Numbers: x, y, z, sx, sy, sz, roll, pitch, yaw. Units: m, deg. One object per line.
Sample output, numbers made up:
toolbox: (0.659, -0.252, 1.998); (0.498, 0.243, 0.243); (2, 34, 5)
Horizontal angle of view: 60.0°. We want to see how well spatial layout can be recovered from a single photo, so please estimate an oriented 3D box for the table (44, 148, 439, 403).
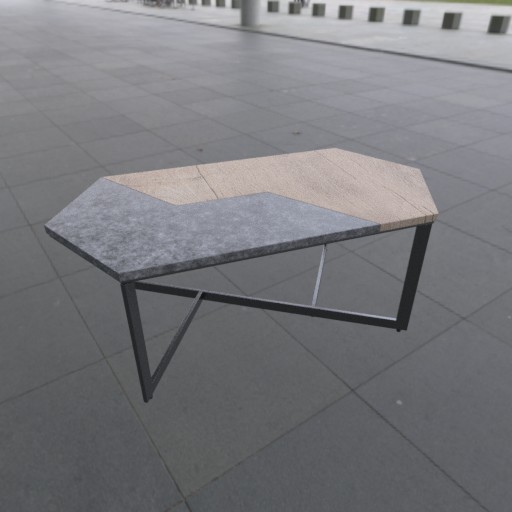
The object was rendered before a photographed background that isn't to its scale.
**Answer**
table: (0.000, 0.000, 1.496); (1.219, 0.457, 0.609); (-11, 34, -17)
